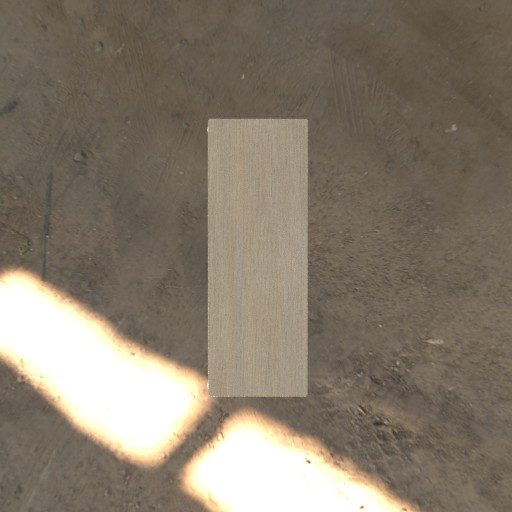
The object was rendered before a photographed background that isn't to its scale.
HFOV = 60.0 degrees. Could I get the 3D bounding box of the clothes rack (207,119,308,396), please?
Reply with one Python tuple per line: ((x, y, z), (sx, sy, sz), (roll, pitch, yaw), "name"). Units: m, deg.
((0.000, 0.000, 1.774), (0.400, 1.512, 0.640), (0, 90, 0), "clothes rack")
